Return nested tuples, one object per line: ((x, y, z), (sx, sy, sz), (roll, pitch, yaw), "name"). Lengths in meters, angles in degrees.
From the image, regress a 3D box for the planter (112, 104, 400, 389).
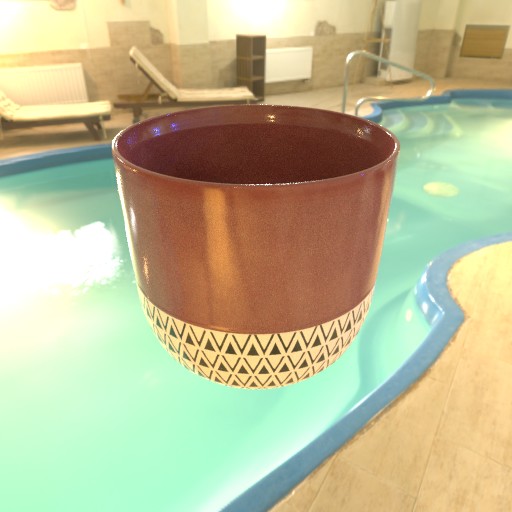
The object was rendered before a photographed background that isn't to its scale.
((0.000, 0.000, 0.491), (0.266, 0.270, 0.266), (0, 31, 0), "planter")
